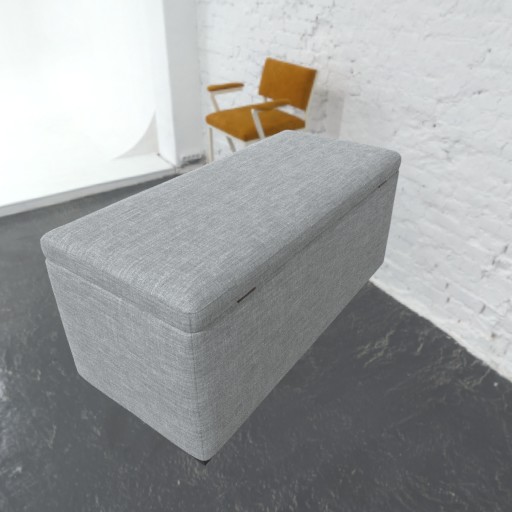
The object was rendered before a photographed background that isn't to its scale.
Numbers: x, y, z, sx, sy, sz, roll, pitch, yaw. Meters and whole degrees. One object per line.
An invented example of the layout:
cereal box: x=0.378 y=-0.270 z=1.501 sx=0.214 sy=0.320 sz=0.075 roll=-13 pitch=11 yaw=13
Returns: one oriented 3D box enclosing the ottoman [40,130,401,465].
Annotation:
ottoman: x=0.000 y=0.000 z=1.146 sx=0.419 sy=0.432 sz=0.902 roll=21 pitch=37 yaw=30
